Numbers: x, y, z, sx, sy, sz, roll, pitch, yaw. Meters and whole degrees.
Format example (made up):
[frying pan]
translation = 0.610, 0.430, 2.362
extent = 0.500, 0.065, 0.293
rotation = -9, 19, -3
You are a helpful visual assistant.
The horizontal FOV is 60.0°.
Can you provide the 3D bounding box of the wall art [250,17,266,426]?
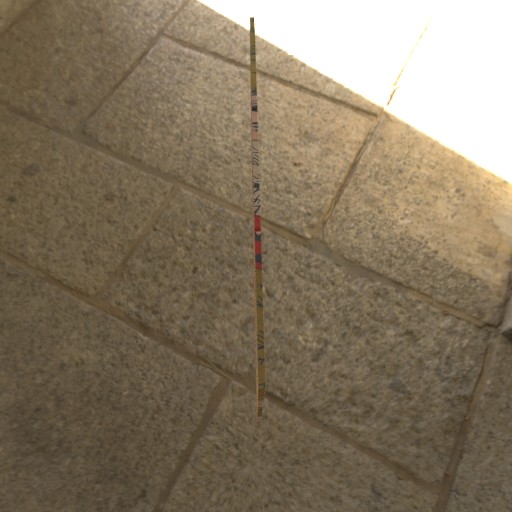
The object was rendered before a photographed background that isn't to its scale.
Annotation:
[wall art]
translation = 0.000, 0.000, 1.341
extent = 0.013, 0.913, 0.904
rotation = -1, 65, -1
